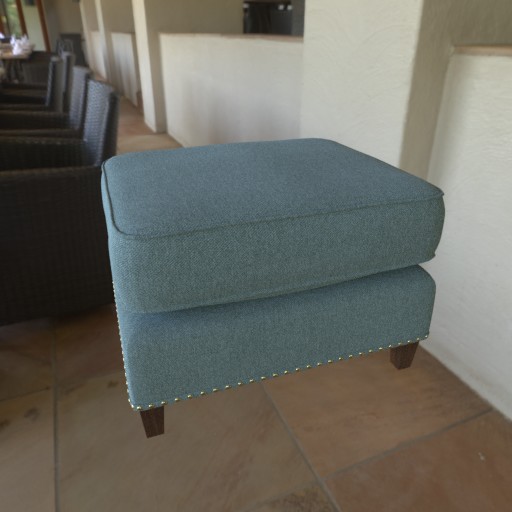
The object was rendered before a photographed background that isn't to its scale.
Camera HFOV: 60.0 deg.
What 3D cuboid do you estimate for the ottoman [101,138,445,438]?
[{"bbox_3d":[0.000,0.000,1.168,0.738,0.537,0.589,-9,28,-17],"label":"ottoman"}]
